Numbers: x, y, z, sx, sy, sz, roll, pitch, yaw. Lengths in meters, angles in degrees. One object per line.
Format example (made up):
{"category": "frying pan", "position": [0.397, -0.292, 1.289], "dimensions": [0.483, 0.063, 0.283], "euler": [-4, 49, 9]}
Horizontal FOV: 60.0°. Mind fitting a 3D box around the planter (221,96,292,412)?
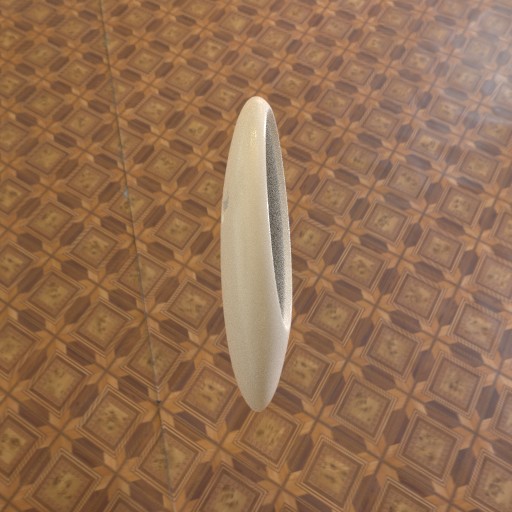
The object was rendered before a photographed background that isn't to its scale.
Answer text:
{"category": "planter", "position": [0.000, 0.000, 0.279], "dimensions": [0.043, 0.188, 0.185], "euler": [-1, 64, 0]}
